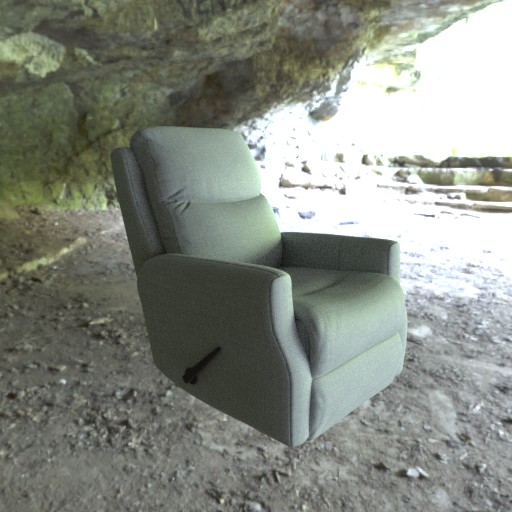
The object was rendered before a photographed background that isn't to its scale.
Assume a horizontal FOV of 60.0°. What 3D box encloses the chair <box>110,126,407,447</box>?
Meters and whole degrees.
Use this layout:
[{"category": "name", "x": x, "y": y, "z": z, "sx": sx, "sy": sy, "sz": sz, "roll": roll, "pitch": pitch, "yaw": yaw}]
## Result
[{"category": "chair", "x": 0.000, "y": 0.000, "z": 1.797, "sx": 1.080, "sy": 1.030, "sz": 0.829, "roll": 13, "pitch": 18, "yaw": 43}]
